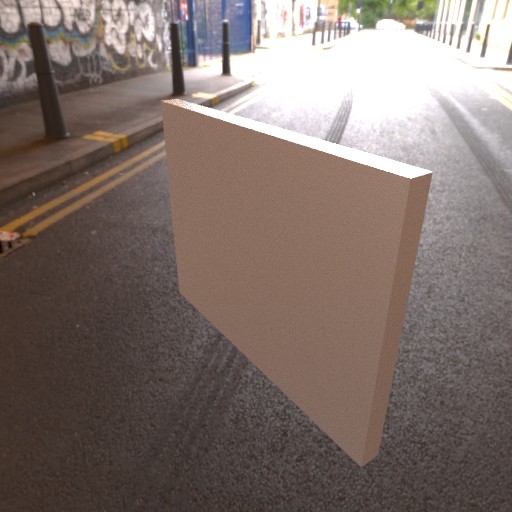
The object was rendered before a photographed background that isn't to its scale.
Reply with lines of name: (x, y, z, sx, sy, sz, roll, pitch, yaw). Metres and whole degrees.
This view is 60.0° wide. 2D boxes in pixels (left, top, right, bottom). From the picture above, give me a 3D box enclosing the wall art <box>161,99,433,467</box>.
wall art: (0.000, 0.000, 1.390, 0.066, 0.801, 1.056, -19, 33, -31)
